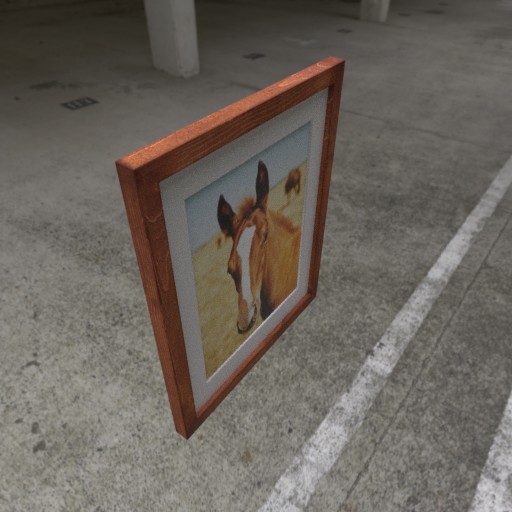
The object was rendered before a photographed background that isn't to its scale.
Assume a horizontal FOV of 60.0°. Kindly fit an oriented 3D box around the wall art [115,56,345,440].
[{"bbox_3d":[0.000,0.000,0.782,0.030,0.558,0.462,26,46,27],"label":"wall art"}]
